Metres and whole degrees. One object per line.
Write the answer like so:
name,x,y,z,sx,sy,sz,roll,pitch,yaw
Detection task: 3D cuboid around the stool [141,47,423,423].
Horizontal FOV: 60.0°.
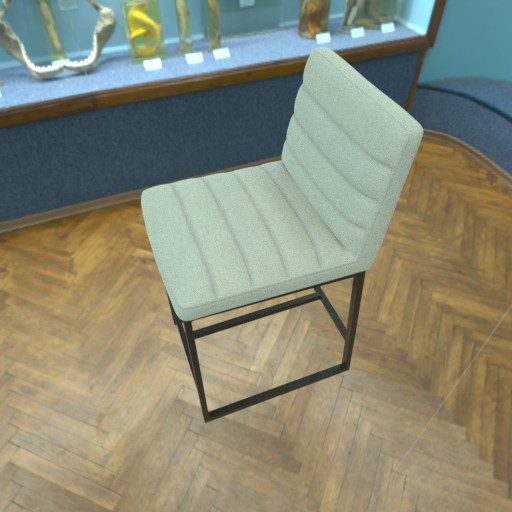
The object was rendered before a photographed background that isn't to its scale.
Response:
stool,0.000,0.000,1.297,0.567,0.971,0.459,-16,49,-14
